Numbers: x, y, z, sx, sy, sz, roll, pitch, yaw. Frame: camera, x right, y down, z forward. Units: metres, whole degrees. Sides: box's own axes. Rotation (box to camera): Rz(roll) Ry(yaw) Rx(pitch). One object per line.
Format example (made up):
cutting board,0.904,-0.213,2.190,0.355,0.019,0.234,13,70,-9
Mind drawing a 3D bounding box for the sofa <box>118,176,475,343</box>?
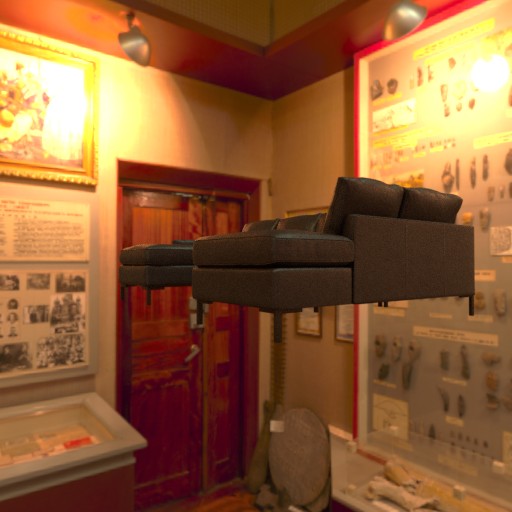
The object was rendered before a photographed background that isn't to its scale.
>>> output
sofa,0.000,0.000,3.885,1.939,0.900,2.956,1,-1,-36
